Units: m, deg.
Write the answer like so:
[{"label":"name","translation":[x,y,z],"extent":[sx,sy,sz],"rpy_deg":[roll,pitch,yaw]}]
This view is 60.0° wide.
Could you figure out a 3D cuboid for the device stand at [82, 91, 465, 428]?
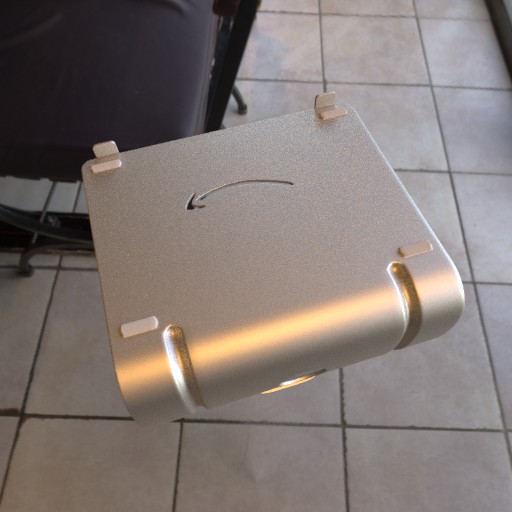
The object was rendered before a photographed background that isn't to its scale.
[{"label":"device stand","translation":[0.000,0.000,0.398],"extent":[0.256,0.155,0.236],"rpy_deg":[-15,64,-8]}]
